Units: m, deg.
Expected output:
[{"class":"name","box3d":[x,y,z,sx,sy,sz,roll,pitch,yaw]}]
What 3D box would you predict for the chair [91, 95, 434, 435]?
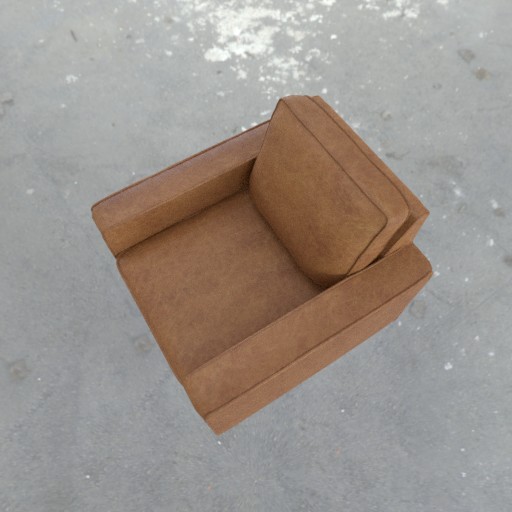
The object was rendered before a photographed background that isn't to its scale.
[{"class":"chair","box3d":[0.000,0.000,1.797,1.027,0.901,0.987,-32,67,-15]}]
